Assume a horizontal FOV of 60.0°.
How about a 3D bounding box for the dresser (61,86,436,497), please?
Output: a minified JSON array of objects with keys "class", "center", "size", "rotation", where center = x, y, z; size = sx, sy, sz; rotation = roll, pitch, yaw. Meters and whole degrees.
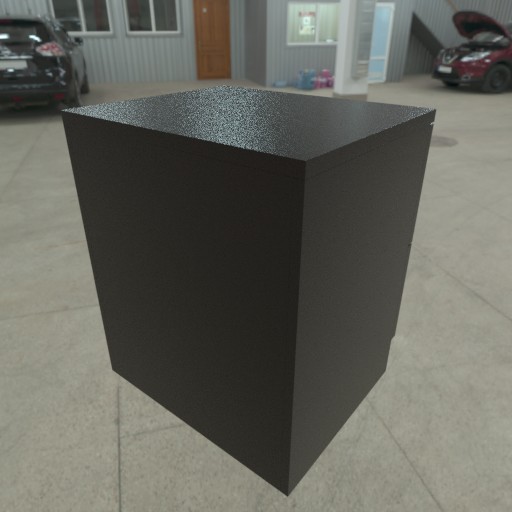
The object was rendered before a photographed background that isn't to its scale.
[{"class":"dresser","center":[0.000,0.000,0.733],"size":[0.400,0.470,0.360],"rotation":[21,34,34]}]
